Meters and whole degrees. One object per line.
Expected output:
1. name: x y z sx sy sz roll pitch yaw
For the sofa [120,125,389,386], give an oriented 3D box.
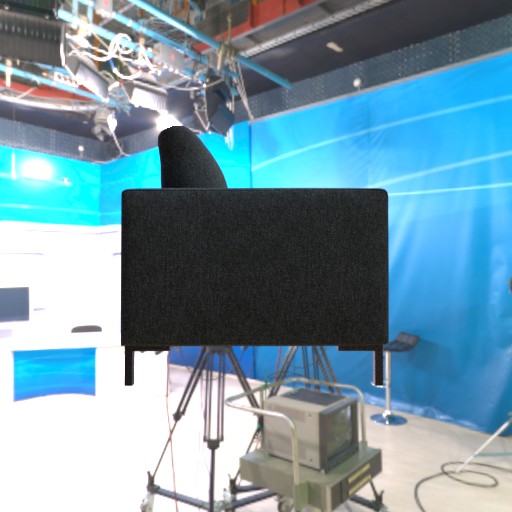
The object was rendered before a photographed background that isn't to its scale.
1. sofa: 0.000 0.000 2.228 0.866 0.862 1.716 0 -1 0
